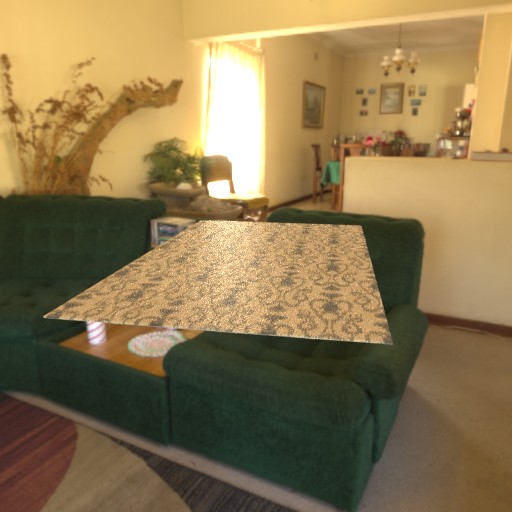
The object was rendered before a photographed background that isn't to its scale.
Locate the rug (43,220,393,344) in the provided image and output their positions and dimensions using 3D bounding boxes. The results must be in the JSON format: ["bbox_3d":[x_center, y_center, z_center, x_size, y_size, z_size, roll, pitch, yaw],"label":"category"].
[{"bbox_3d":[0.000,0.000,2.052,1.035,0.006,1.652,3,15,10],"label":"rug"}]
